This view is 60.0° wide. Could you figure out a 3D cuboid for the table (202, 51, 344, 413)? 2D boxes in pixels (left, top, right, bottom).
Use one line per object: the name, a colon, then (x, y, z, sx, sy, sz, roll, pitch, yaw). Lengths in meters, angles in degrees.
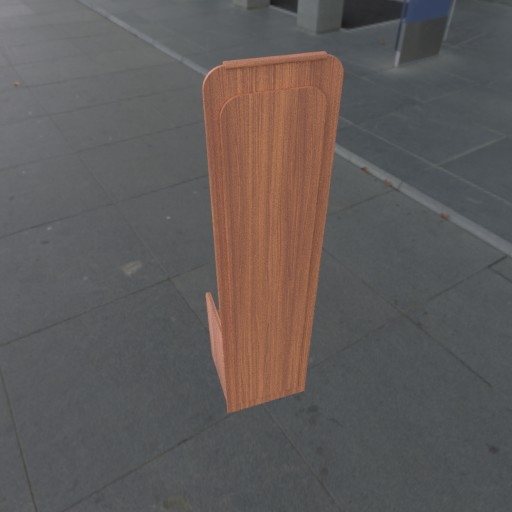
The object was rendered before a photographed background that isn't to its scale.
table: (0.000, 0.000, 2.022, 0.450, 1.830, 0.420, -12, 42, -14)
